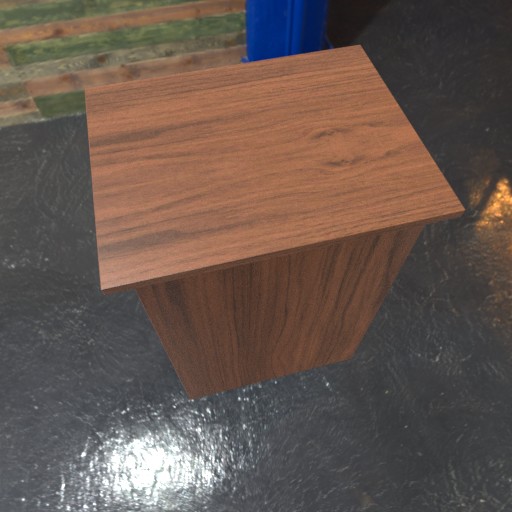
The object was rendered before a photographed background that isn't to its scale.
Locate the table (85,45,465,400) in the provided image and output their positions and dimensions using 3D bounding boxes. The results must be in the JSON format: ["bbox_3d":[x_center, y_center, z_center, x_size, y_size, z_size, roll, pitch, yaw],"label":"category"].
[{"bbox_3d":[0.000,0.000,0.927,0.480,0.636,0.381,-12,59,-8],"label":"table"}]
